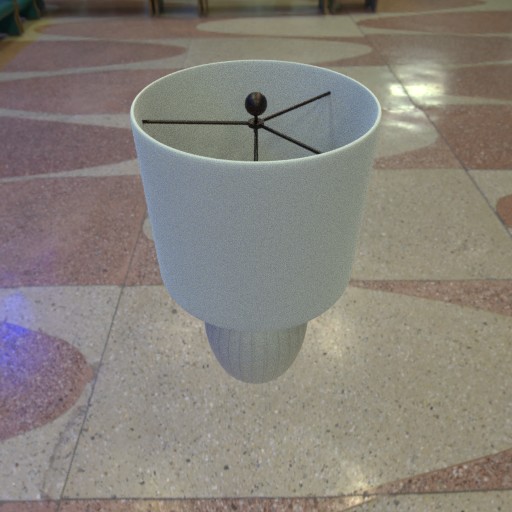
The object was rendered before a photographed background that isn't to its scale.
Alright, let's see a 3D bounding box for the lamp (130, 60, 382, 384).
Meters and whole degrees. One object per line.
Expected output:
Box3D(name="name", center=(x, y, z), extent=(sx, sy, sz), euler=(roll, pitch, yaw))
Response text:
Box3D(name="lamp", center=(0.000, 0.000, 0.768), extent=(0.328, 0.570, 0.328), euler=(0, 42, 0))
